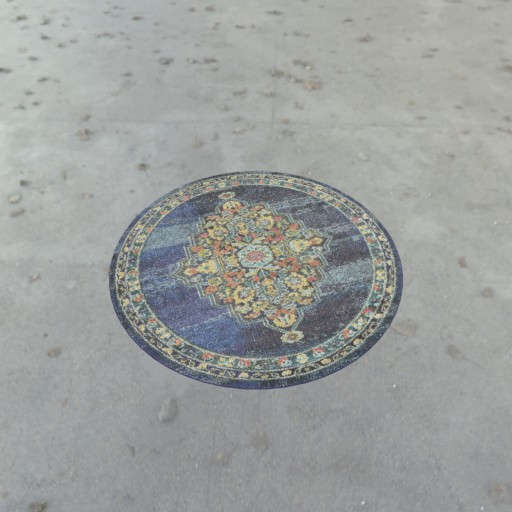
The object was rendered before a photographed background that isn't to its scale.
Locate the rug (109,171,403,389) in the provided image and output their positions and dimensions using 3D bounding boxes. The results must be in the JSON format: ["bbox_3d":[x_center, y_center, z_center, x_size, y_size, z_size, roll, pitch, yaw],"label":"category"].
[{"bbox_3d":[0.000,0.000,3.687,2.386,0.014,2.386,0,46,0],"label":"rug"}]
